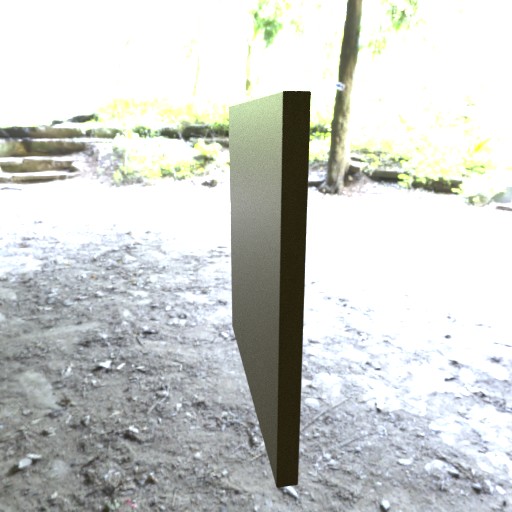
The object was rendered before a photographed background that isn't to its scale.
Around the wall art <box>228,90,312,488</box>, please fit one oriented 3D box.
[{"bbox_3d":[0.000,0.000,0.766,0.031,0.506,0.503,-3,17,-9],"label":"wall art"}]
